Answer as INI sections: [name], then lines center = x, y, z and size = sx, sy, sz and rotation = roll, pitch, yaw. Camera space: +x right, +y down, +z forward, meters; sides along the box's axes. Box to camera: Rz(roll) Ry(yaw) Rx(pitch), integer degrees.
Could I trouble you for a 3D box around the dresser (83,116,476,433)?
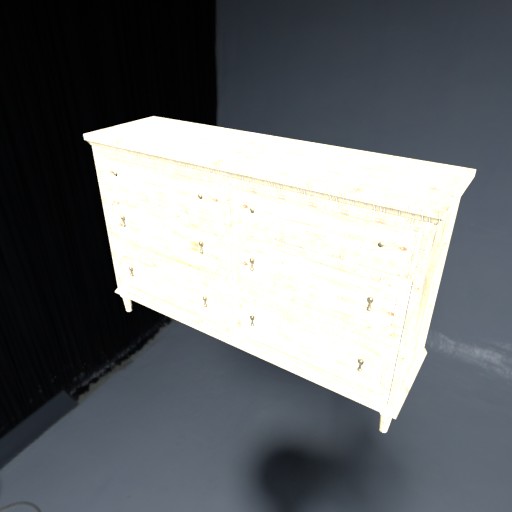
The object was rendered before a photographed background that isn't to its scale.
[dresser]
center = 0.000, 0.000, 2.091
size = 1.626, 1.016, 0.457
rotation = 18, 34, 29
